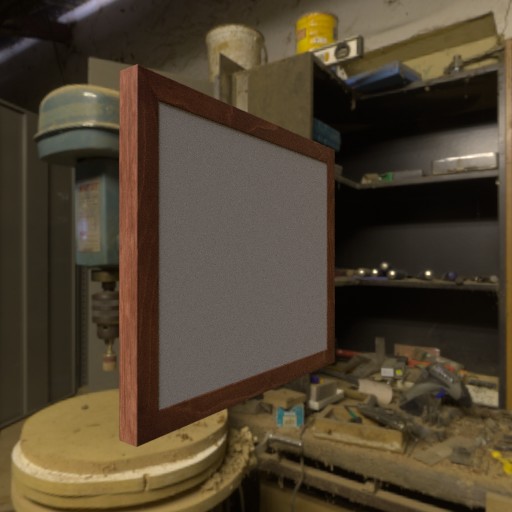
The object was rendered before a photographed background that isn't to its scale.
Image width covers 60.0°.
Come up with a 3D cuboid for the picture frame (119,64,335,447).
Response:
[{"bbox_3d":[0.000,0.000,0.543,0.025,0.330,0.381,0,0,36],"label":"picture frame"}]
